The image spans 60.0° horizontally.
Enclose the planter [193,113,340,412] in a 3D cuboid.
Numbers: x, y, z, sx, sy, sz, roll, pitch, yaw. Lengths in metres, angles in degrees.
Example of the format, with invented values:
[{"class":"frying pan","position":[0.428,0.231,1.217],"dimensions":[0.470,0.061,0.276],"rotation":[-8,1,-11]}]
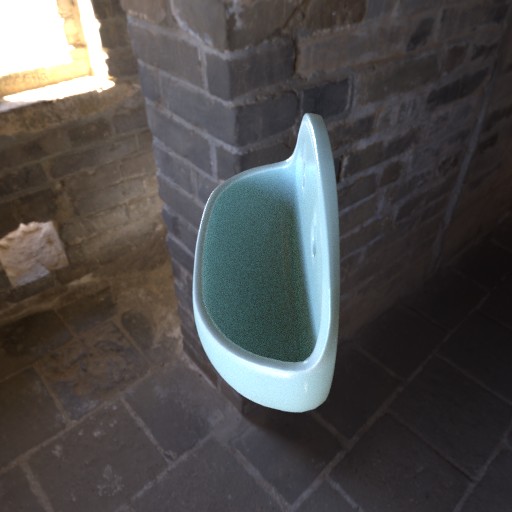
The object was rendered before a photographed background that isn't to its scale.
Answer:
[{"class":"planter","position":[0.000,0.000,0.274],"dimensions":[0.073,0.164,0.189],"rotation":[0,41,0]}]
